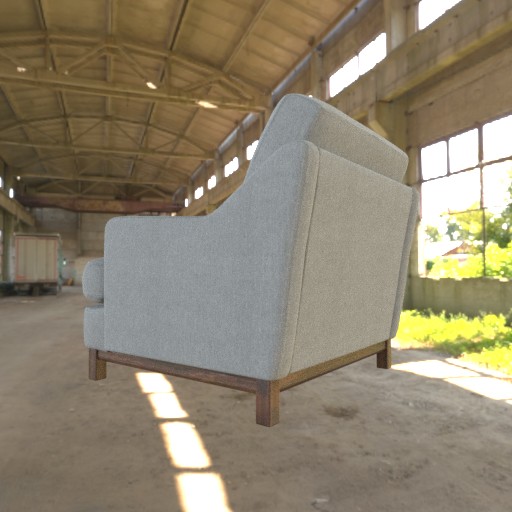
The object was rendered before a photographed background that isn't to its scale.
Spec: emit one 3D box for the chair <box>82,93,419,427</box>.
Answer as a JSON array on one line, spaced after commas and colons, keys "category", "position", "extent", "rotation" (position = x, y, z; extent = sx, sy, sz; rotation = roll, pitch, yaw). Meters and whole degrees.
[{"category": "chair", "position": [0.000, 0.000, 1.546], "extent": [0.892, 0.821, 0.826], "rotation": [-1, -2, 37]}]
